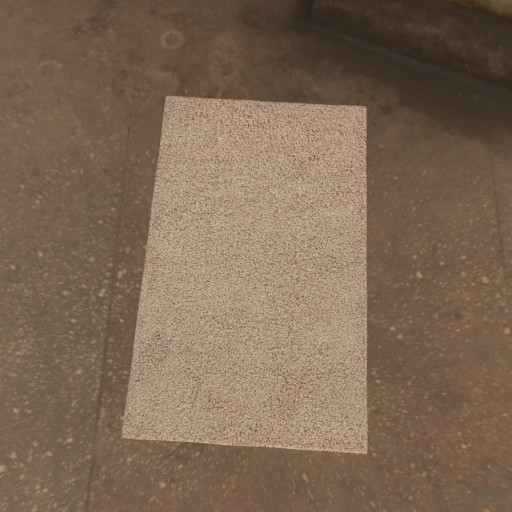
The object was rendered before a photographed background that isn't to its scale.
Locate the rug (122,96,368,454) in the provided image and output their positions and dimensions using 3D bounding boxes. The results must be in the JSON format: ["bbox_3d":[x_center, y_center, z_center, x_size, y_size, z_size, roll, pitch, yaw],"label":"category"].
[{"bbox_3d":[0.000,0.000,3.056,1.524,0.030,2.438,3,75,1],"label":"rug"}]
